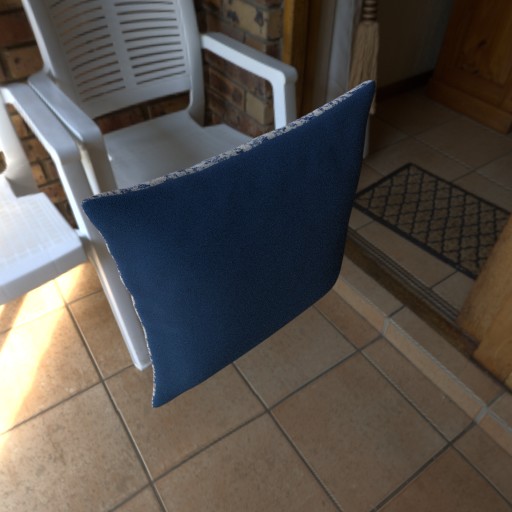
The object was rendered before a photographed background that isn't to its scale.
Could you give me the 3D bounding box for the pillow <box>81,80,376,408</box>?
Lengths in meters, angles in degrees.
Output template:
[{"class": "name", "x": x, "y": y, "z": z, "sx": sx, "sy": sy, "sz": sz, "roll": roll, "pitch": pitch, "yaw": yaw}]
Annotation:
[{"class": "pillow", "x": 0.000, "y": 0.000, "z": 0.800, "sx": 0.523, "sy": 0.510, "sz": 0.166, "roll": -31, "pitch": 52, "yaw": -27}]
